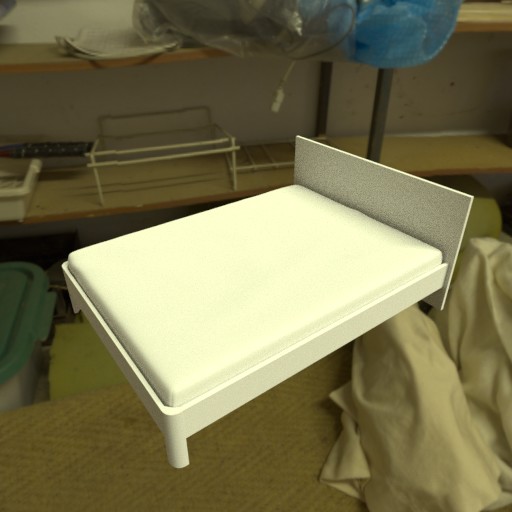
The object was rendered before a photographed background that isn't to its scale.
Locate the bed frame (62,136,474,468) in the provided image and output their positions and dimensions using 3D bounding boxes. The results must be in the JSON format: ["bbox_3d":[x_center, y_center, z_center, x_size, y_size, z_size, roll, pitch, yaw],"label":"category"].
[{"bbox_3d":[0.000,0.000,2.716,1.950,0.800,1.490,-21,37,-31],"label":"bed frame"}]
